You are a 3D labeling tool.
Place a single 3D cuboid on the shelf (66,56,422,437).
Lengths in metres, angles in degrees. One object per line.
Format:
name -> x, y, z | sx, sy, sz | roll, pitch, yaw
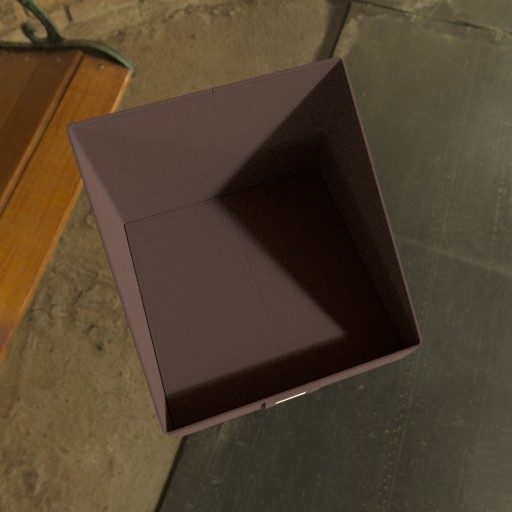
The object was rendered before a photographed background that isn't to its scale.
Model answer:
shelf -> 0.000, 0.000, 0.485 | 0.292, 0.210, 0.292 | -17, 67, -8
